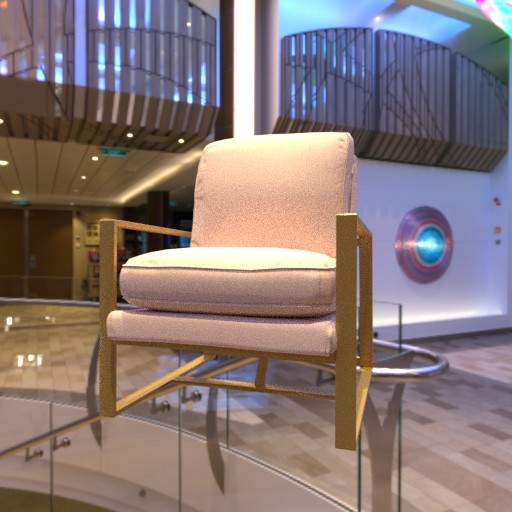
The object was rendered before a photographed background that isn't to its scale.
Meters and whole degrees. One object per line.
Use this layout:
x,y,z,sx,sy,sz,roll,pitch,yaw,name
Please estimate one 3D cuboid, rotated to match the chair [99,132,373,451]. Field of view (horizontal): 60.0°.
0.000,0.000,1.557,0.758,0.956,0.813,0,1,18,chair
